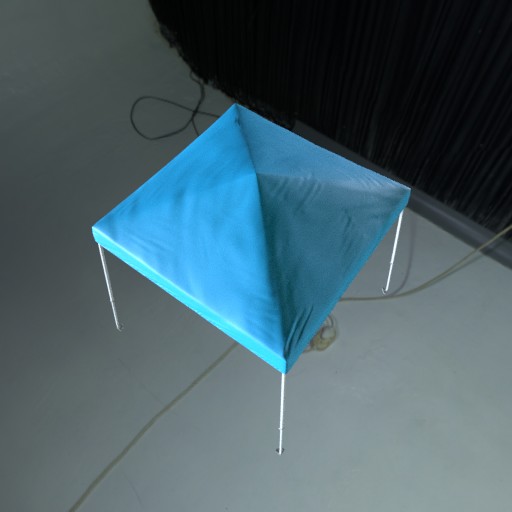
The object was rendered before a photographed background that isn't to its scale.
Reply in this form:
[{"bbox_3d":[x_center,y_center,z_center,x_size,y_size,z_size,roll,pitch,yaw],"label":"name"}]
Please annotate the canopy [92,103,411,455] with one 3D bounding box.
[{"bbox_3d":[0.000,0.000,5.307,2.848,2.849,2.849,32,63,19],"label":"canopy"}]
